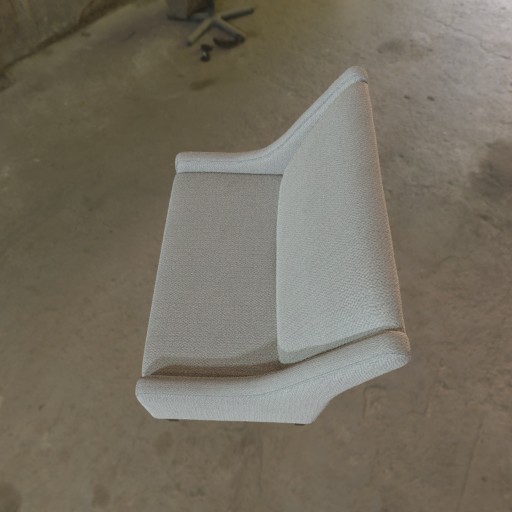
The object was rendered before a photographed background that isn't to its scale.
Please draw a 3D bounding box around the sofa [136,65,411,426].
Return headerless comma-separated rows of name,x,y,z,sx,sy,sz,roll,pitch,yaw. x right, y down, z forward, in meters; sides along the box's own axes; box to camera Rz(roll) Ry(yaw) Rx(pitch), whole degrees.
sofa,0.000,0.000,1.892,0.870,1.022,1.242,2,58,1
